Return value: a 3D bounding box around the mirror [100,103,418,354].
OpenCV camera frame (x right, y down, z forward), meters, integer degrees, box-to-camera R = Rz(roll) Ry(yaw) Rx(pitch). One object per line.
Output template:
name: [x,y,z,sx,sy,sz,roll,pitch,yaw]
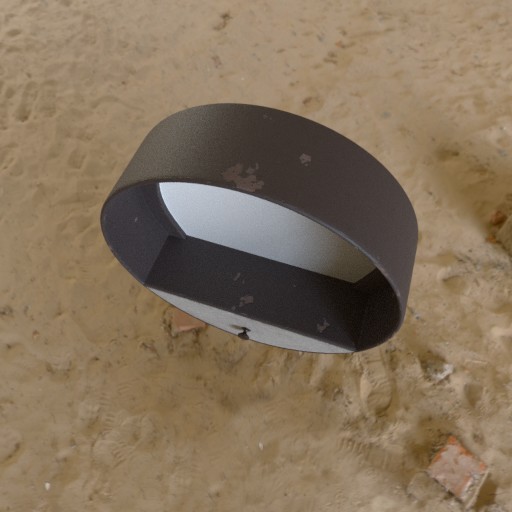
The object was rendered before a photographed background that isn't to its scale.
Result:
mirror: [0.000,0.000,0.578,0.386,0.386,0.126,16,61,9]
